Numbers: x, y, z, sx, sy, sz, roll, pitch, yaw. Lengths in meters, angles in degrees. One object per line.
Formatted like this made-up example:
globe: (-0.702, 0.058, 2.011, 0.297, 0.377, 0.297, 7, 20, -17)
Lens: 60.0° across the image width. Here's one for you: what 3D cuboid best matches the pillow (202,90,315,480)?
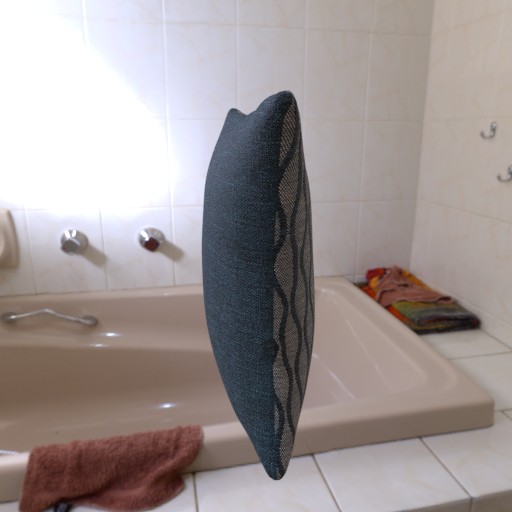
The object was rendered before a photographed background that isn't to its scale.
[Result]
pillow: (0.000, 0.000, 0.656, 0.159, 0.435, 0.435, -3, 16, -9)
